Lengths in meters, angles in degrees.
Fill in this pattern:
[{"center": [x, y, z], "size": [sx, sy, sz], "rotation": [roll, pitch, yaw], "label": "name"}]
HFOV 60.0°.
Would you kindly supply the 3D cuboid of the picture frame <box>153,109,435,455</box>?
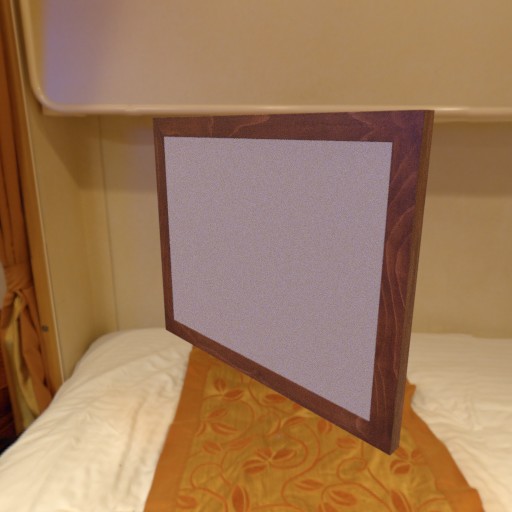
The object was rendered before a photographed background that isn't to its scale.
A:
[{"center": [0.000, 0.000, 0.753], "size": [0.025, 0.457, 0.559], "rotation": [-15, 22, -42], "label": "picture frame"}]
